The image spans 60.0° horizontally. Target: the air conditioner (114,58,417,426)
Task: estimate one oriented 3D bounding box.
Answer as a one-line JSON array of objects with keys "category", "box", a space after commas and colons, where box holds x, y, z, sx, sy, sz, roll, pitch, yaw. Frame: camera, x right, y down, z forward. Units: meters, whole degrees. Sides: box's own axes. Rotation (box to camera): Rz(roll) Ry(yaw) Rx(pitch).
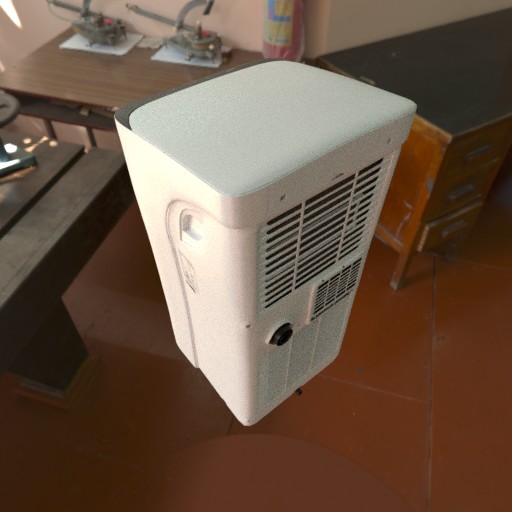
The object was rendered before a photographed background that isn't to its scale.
[{"category": "air conditioner", "box": [0.000, 0.000, 0.915, 0.352, 0.716, 0.369, -31, 54, -26]}]
